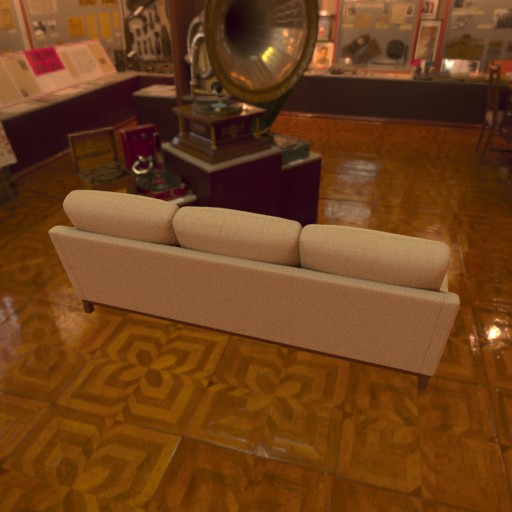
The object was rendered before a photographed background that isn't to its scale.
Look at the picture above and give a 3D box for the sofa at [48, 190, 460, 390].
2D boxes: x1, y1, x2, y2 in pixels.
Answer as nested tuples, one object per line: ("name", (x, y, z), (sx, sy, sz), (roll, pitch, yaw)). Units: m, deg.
("sofa", (0.000, 0.000, 2.867), (2.321, 0.913, 1.000), (10, 33, 15))
